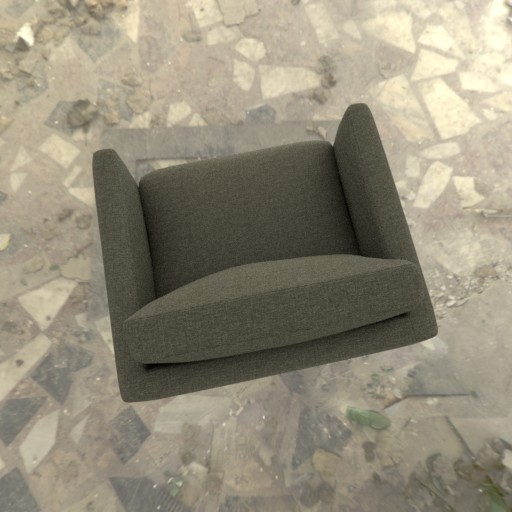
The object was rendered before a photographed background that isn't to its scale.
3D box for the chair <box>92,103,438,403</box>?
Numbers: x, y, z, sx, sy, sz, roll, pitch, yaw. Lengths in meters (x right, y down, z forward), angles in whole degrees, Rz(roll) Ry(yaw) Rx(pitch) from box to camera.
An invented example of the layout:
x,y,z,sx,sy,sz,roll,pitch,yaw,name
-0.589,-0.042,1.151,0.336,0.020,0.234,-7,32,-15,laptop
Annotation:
x,y,z,sx,sy,sz,roll,pitch,yaw,name
0.000,0.000,1.831,1.107,0.963,0.959,-11,76,-3,chair
